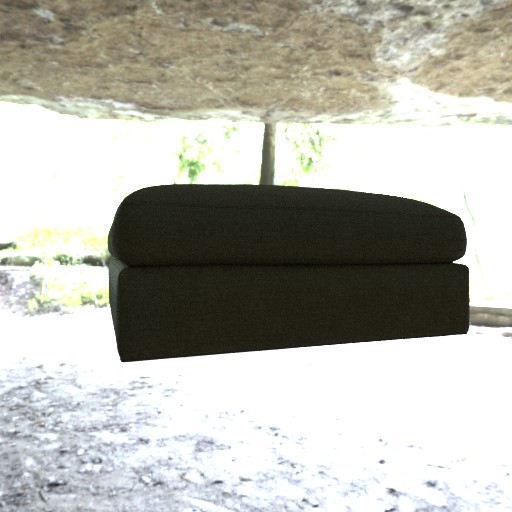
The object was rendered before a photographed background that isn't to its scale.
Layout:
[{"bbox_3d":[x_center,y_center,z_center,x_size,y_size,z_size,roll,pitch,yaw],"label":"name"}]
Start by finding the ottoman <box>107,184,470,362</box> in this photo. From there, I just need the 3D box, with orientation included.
[{"bbox_3d":[0.000,0.000,1.645,1.041,0.470,1.041,0,1,-19],"label":"ottoman"}]
